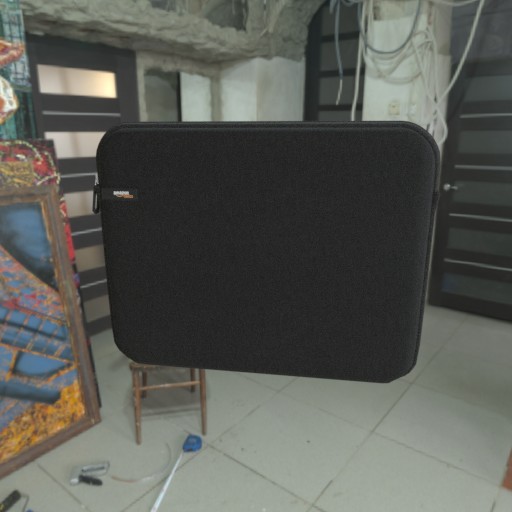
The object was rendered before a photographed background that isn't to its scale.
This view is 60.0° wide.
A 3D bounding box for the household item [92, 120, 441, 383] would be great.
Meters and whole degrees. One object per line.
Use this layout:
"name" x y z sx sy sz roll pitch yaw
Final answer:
"household item" 0.000 0.000 0.524 0.396 0.305 0.030 2 16 8
